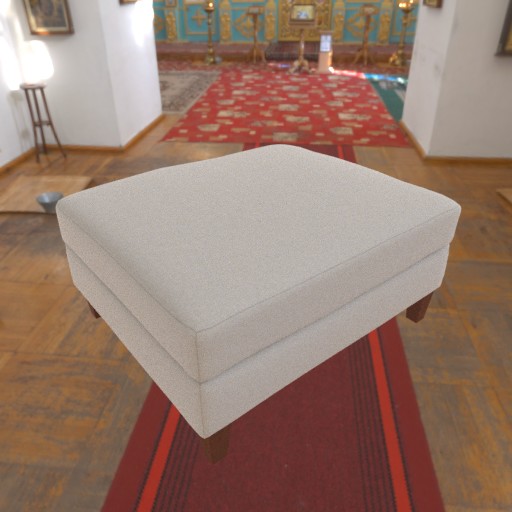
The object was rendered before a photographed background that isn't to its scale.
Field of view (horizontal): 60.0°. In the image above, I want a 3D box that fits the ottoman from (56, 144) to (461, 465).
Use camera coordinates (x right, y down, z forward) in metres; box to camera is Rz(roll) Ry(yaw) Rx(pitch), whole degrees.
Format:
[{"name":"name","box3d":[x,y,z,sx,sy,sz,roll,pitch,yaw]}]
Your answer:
[{"name":"ottoman","box3d":[0.000,0.000,1.445,0.976,0.492,0.836,-22,37,-33]}]
